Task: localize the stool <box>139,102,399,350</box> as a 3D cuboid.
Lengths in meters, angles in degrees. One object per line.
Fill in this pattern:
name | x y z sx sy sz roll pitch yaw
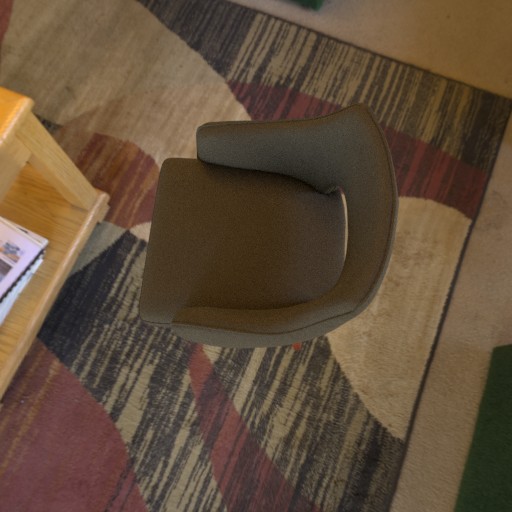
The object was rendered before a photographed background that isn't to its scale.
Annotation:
stool | 0.000 0.000 1.271 0.558 0.912 0.548 5 74 1
